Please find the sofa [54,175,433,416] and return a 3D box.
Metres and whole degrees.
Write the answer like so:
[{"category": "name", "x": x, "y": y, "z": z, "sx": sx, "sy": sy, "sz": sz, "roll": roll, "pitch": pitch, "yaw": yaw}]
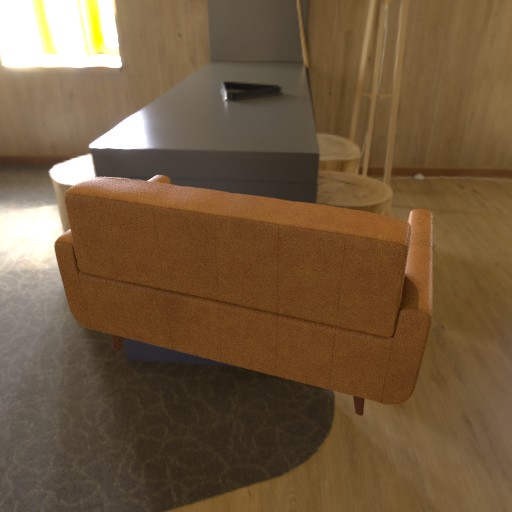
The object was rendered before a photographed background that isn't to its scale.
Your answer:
[{"category": "sofa", "x": 0.000, "y": 0.000, "z": 2.253, "sx": 1.651, "sy": 0.925, "sz": 0.952, "roll": 10, "pitch": 32, "yaw": 16}]
